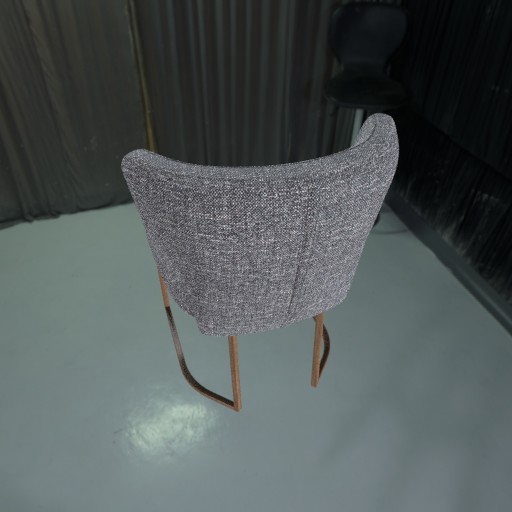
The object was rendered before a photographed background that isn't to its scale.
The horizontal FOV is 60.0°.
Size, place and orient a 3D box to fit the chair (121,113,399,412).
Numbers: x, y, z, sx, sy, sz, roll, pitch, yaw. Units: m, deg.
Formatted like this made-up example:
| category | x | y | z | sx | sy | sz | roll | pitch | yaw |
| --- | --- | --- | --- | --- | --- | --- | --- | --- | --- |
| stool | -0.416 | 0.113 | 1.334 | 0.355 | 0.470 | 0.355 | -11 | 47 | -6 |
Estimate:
| category | x | y | z | sx | sy | sz | roll | pitch | yaw |
| --- | --- | --- | --- | --- | --- | --- | --- | --- | --- |
| chair | 0.000 | 0.000 | 1.241 | 0.611 | 0.824 | 0.617 | -13 | 42 | -15 |
